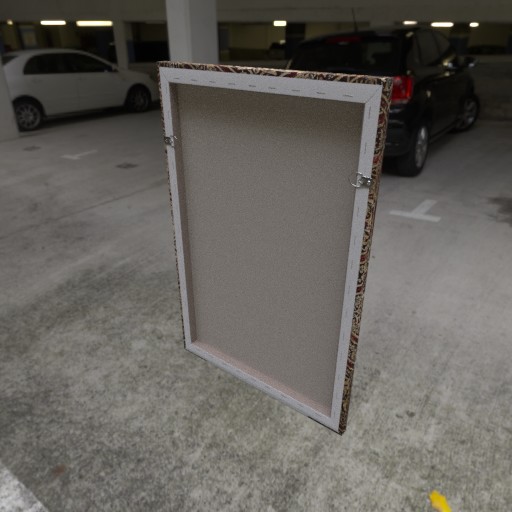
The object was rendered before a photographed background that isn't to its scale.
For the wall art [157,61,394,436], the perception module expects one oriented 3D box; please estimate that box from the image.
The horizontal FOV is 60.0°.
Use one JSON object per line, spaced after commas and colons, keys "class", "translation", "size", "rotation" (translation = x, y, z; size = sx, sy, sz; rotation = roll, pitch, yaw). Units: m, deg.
{"class": "wall art", "translation": [0.000, 0.000, 1.156], "size": [0.599, 0.904, 0.030], "rotation": [20, 34, 32]}
